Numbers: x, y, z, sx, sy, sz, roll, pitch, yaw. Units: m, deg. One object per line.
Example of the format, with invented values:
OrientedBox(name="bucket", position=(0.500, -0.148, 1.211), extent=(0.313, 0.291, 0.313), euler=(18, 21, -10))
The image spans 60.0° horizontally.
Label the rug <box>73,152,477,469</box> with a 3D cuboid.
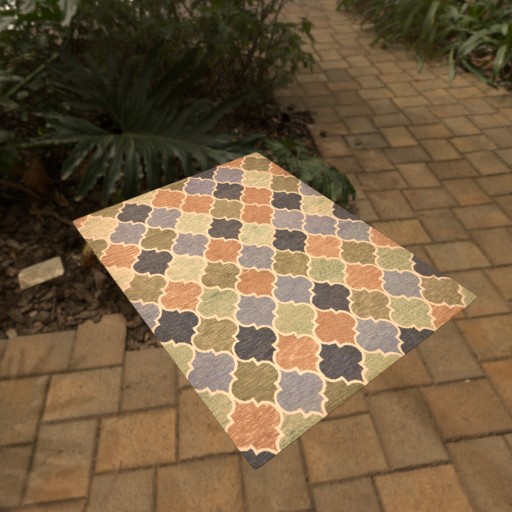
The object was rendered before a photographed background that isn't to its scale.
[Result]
OrientedBox(name="rug", position=(0.000, 0.000, 4.264), extent=(2.439, 0.013, 3.200), euler=(-27, 49, -27))
